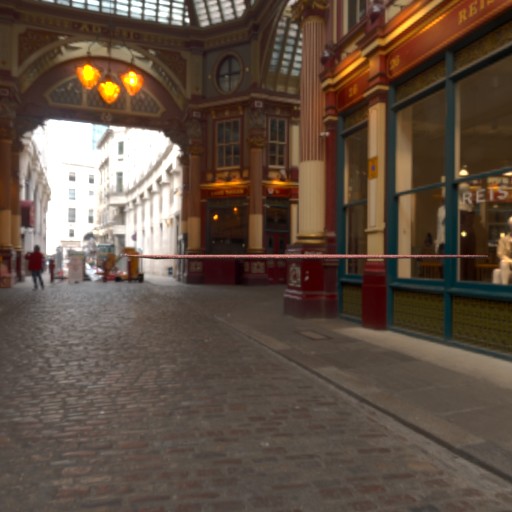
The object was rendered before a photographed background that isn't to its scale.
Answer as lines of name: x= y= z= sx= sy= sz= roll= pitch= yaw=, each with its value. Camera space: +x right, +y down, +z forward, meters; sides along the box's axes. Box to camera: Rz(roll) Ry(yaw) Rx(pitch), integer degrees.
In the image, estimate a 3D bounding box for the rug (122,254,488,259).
rug: x=0.000 y=0.000 z=5.178 sx=2.803 sy=0.025 sz=3.965 roll=0 pitch=0 yaw=-20
